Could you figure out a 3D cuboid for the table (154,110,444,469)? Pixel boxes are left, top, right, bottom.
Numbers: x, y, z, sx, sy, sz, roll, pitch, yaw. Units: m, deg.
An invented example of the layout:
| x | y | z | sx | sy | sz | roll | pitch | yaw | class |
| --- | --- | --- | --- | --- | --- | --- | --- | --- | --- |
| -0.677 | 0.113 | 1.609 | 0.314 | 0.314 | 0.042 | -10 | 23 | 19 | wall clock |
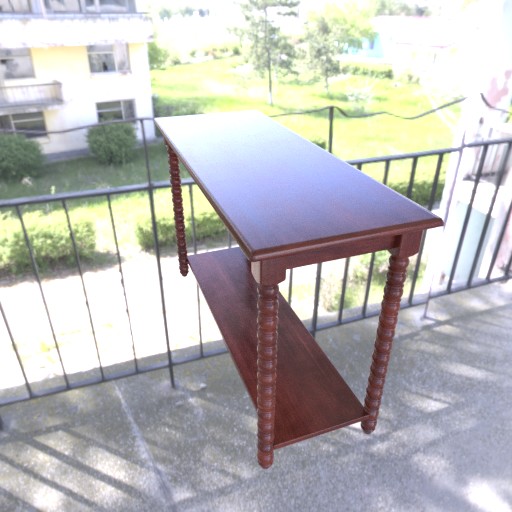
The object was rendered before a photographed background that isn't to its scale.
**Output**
| x | y | z | sx | sy | sz | roll | pitch | yaw | class |
| --- | --- | --- | --- | --- | --- | --- | --- | --- | --- |
| 0.000 | 0.000 | 1.567 | 0.459 | 0.740 | 1.184 | -10 | 32 | -17 | table |
